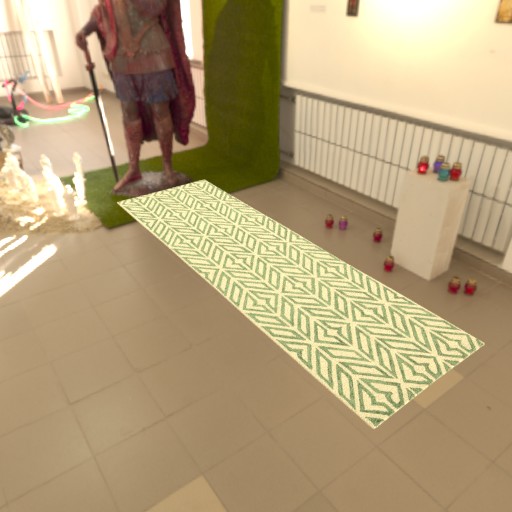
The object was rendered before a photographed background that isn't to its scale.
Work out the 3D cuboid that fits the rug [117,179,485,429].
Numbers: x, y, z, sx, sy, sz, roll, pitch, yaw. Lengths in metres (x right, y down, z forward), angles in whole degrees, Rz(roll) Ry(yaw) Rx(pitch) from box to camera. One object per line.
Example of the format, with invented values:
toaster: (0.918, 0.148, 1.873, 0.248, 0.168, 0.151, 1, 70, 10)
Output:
rug: (0.000, 0.000, 2.630, 0.750, 0.009, 2.435, -21, 37, -31)
